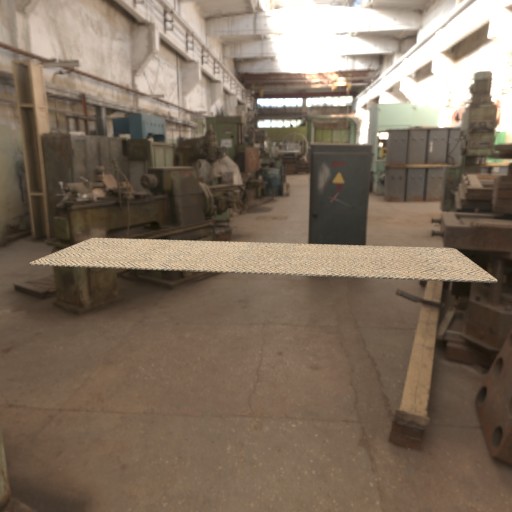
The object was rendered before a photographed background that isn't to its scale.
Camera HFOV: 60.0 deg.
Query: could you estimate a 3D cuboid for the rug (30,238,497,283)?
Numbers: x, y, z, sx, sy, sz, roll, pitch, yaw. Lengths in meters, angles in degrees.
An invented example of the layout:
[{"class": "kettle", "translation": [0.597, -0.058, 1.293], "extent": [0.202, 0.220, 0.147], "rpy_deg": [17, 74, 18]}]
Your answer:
[{"class": "rug", "translation": [0.000, 0.000, 2.456], "extent": [2.286, 0.008, 0.686], "rpy_deg": [2, 14, 8]}]
